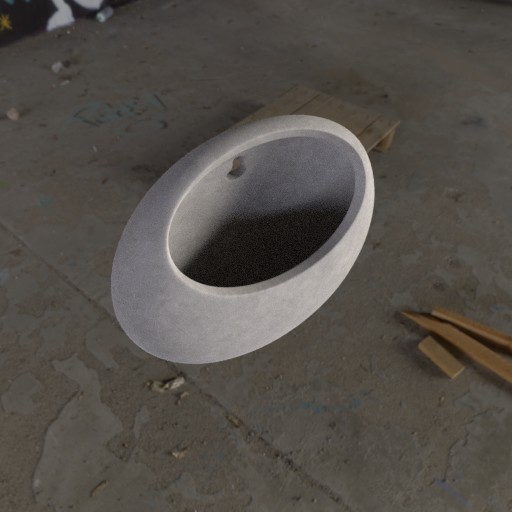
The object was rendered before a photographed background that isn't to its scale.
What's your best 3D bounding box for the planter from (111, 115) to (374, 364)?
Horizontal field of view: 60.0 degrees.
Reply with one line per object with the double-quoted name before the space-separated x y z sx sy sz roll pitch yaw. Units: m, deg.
"planter" 0.000 0.000 0.285 0.185 0.188 0.071 -24 51 -21
